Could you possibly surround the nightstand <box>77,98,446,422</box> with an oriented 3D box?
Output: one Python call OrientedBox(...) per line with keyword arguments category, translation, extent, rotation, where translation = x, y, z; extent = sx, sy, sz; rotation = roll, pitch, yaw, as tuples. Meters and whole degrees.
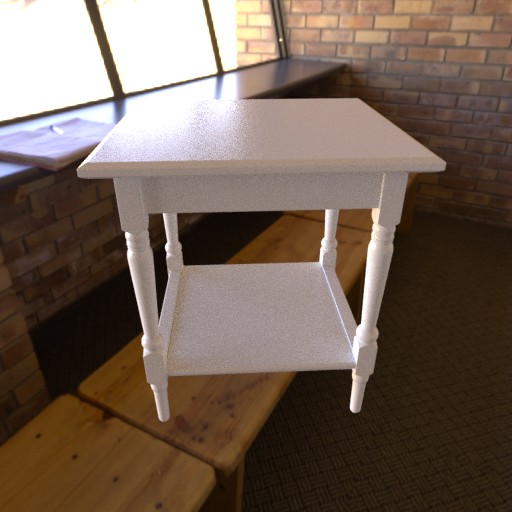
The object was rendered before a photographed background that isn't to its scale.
OrientedBox(category="nightstand", translation=(0.000, 0.000, 0.937), extent=(0.505, 0.555, 0.459), rotation=(-2, 30, -3))
